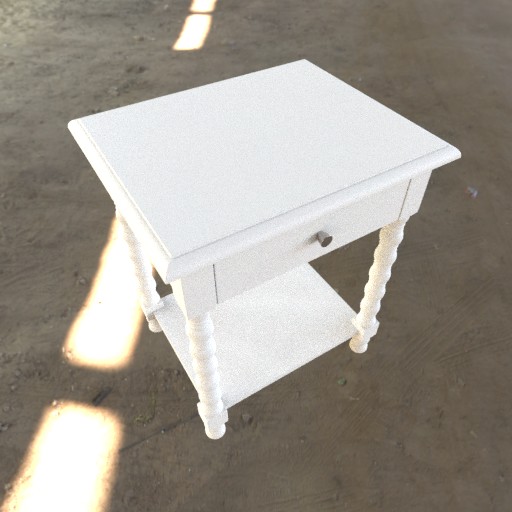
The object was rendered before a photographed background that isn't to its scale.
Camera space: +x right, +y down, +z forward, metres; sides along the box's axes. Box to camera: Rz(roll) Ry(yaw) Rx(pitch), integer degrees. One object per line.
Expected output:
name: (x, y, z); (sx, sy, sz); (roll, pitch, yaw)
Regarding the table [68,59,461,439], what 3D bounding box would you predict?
table: (0.000, 0.000, 0.845); (0.460, 0.531, 0.381); (-24, 50, -21)
